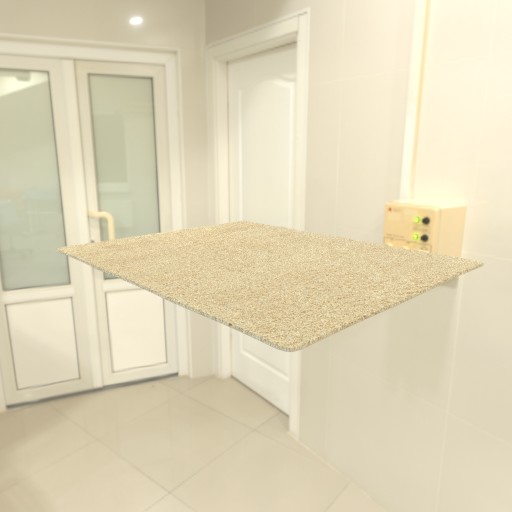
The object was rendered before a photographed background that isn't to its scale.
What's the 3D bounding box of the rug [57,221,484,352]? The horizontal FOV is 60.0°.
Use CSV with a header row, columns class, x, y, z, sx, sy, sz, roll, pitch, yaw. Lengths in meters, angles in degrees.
class,x,y,z,sx,sy,sz,roll,pitch,yaw
rug,0.000,0.000,3.927,2.401,0.025,3.001,-13,19,-42
